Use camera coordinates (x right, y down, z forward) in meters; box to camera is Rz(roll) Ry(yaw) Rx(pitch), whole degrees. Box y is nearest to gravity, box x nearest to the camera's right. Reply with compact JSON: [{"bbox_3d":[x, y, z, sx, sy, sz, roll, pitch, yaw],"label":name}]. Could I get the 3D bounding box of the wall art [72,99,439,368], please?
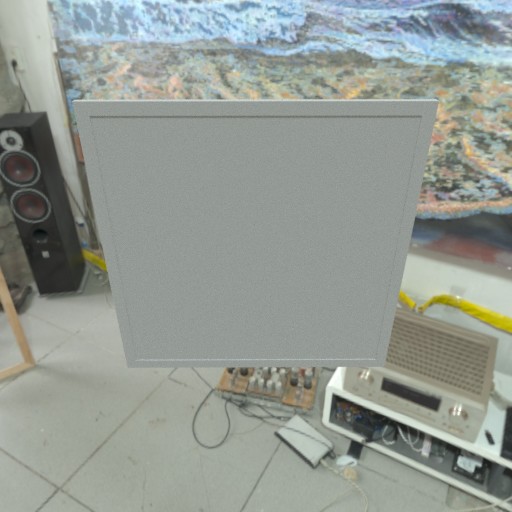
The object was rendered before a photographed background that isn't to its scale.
[{"bbox_3d":[0.000,0.000,0.975,0.660,0.660,0.015,0,31,0],"label":"wall art"}]
